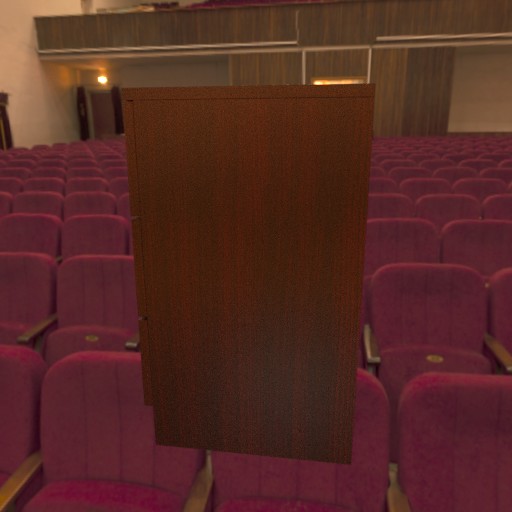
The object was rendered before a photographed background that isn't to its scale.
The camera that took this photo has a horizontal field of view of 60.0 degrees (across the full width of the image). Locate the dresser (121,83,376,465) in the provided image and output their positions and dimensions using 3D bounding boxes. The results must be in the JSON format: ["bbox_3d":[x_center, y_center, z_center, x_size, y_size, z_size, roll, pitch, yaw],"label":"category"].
[{"bbox_3d":[0.000,0.000,0.837,0.360,0.560,0.400,2,15,8],"label":"dresser"}]
